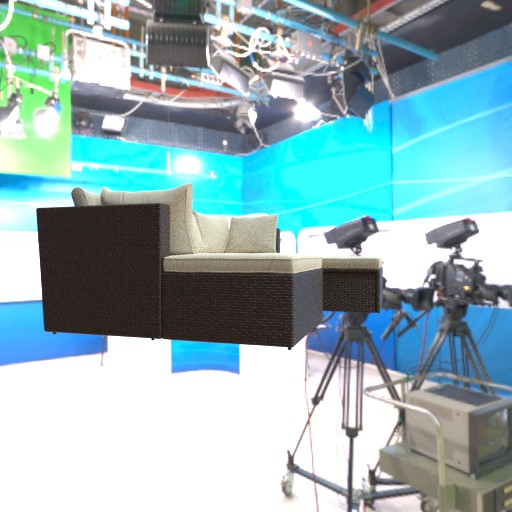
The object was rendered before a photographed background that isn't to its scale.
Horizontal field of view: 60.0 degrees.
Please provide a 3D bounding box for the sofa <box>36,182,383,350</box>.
[{"bbox_3d":[0.000,0.000,3.005,1.612,0.766,2.192,0,0,17],"label":"sofa"}]
